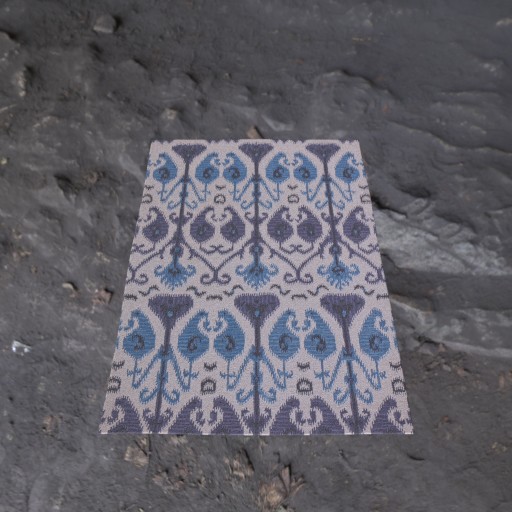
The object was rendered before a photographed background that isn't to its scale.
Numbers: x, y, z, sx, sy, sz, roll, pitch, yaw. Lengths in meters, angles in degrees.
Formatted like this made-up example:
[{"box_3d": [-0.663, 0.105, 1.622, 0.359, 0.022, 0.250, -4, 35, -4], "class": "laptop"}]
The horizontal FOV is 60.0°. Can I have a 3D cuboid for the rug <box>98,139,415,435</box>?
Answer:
[{"box_3d": [0.000, 0.000, 2.958, 1.676, 0.013, 2.261, 0, 57, 0], "class": "rug"}]
